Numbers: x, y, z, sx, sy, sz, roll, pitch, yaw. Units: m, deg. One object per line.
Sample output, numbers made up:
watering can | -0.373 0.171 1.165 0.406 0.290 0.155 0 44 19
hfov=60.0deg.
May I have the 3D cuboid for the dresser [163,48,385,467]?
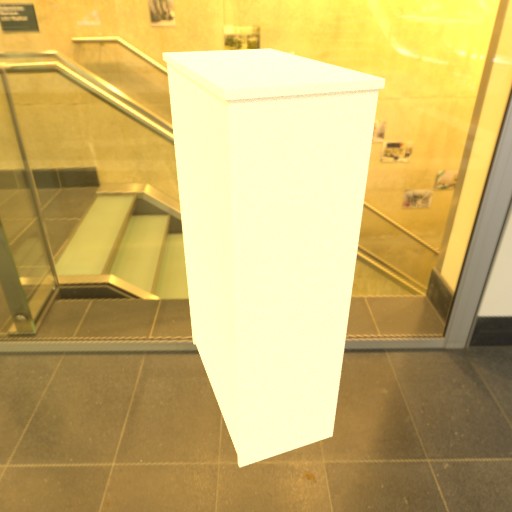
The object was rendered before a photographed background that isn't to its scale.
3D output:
dresser | 0.000 0.000 1.562 0.399 1.255 0.704 -11 32 -17
